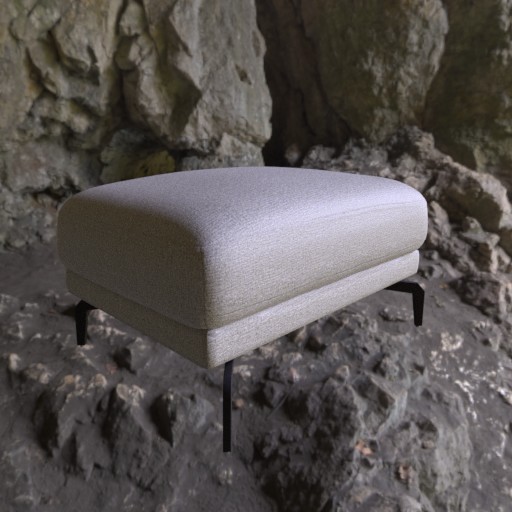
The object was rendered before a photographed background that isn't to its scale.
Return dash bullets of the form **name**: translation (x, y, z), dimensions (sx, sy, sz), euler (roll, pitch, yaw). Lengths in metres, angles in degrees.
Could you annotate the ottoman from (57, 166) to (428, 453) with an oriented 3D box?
- **ottoman**: translation (0.000, 0.000, 1.085), dimensions (0.568, 0.420, 0.772), euler (14, 21, 43)
